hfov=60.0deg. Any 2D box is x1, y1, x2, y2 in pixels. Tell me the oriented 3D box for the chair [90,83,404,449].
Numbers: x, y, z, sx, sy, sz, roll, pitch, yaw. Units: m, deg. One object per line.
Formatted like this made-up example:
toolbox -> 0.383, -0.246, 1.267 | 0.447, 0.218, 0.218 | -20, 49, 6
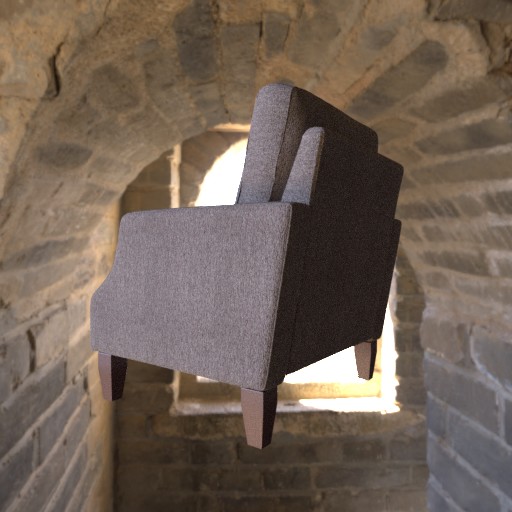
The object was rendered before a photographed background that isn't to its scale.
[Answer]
chair -> 0.000, 0.000, 1.641 | 0.897, 0.993, 0.855 | 1, 1, 36
